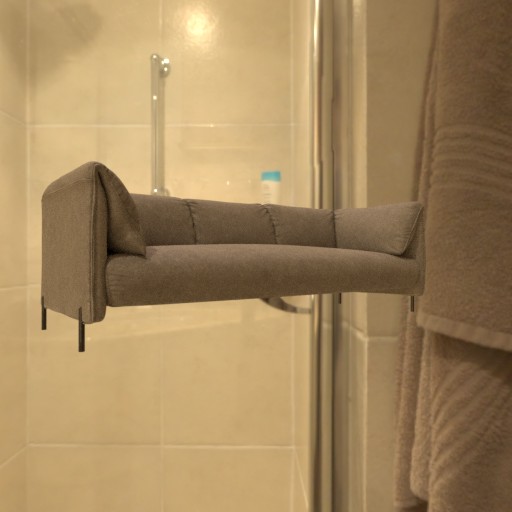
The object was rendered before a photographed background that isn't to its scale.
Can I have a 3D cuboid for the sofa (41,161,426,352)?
[{"bbox_3d":[0.000,0.000,2.653,2.238,0.758,0.899,0,0,-37],"label":"sofa"}]
